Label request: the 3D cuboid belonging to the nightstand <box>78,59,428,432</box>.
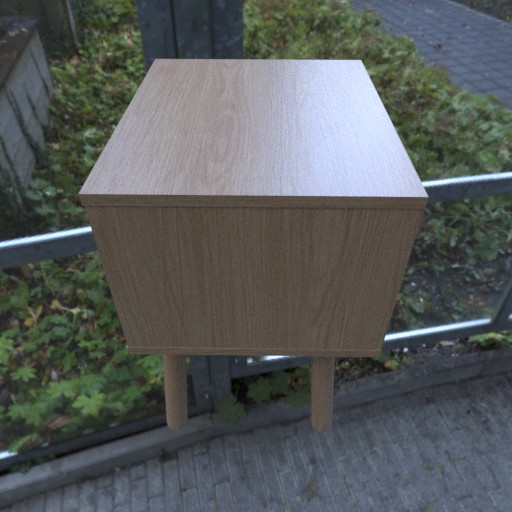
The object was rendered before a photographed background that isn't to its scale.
[{"bbox_3d":[0.000,0.000,0.838,0.380,0.571,0.450,1,41,1],"label":"nightstand"}]
